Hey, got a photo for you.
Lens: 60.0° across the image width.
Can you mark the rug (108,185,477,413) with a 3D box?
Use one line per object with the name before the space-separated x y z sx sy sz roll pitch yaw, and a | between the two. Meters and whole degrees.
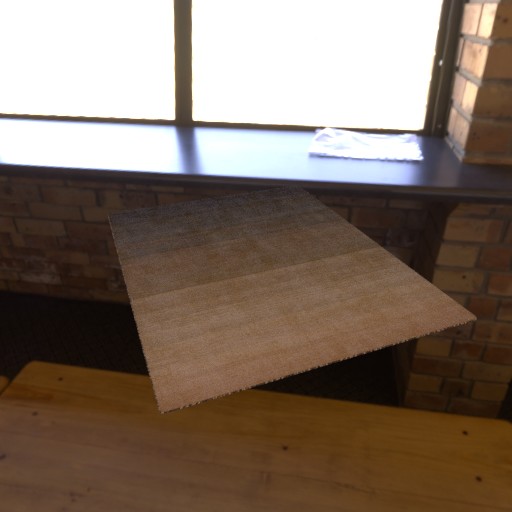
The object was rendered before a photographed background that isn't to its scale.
rug | 0.000 0.000 3.993 2.305 0.017 2.902 -11 32 -19
